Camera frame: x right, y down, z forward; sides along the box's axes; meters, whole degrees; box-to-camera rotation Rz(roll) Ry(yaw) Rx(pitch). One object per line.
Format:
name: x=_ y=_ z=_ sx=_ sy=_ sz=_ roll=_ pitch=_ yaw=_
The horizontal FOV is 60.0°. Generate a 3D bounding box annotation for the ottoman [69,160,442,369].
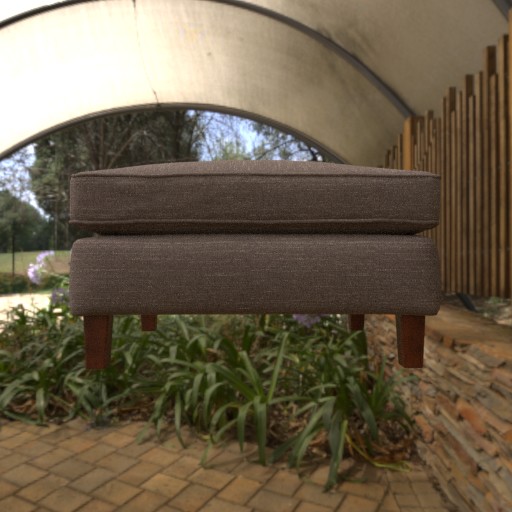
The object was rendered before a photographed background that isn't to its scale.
ottoman: x=0.000 y=0.000 z=1.014 sx=0.686 sy=0.406 sz=0.508 roll=0 pitch=0 yaw=-1
